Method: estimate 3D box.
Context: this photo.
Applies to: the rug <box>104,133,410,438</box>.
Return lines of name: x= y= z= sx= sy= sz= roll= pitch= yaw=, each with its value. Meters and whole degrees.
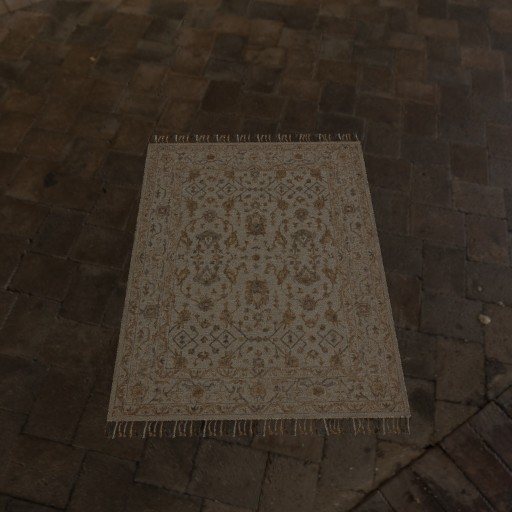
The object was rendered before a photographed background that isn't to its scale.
rug: x=0.000 y=0.000 z=2.264 sx=1.278 sy=0.009 sz=1.726 roll=-1 pitch=59 yaw=0
